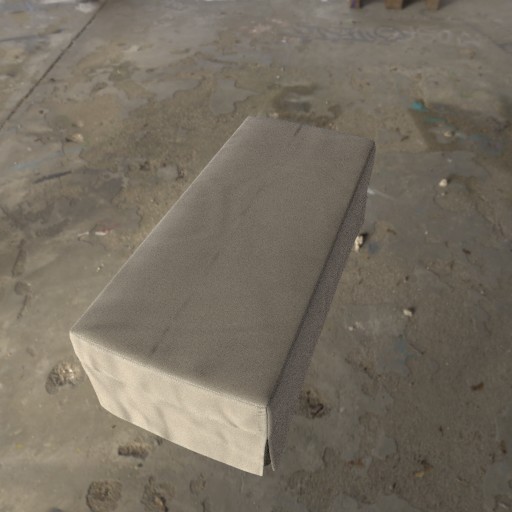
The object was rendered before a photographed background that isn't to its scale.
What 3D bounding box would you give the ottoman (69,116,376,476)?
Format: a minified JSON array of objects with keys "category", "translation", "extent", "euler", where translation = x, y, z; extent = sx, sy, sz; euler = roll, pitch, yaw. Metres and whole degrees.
[{"category":"ottoman","translation":[0.000,0.000,1.745],"extent":[0.665,0.457,1.388],"euler":[16,48,15]}]
